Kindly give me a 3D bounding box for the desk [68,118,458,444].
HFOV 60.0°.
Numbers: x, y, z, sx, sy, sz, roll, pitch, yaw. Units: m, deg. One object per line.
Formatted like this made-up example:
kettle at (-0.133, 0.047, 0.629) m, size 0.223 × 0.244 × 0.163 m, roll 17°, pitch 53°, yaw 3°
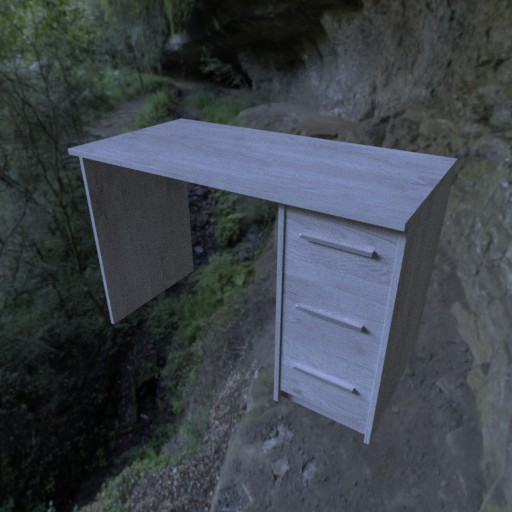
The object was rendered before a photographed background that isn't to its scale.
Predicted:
desk at (0.000, 0.000, 1.571) m, size 1.097 × 0.735 × 0.560 m, roll 17°, pitch 33°, yaw 28°
